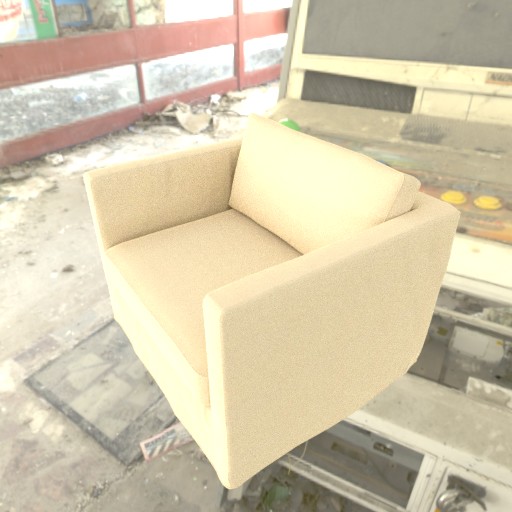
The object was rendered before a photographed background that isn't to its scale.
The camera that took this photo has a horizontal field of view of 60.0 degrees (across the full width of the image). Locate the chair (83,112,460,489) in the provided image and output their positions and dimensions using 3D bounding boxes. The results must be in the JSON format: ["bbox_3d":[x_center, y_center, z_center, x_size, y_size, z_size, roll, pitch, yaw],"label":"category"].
[{"bbox_3d":[0.000,0.000,1.711,0.947,0.851,1.057,-21,38,-29],"label":"chair"}]
